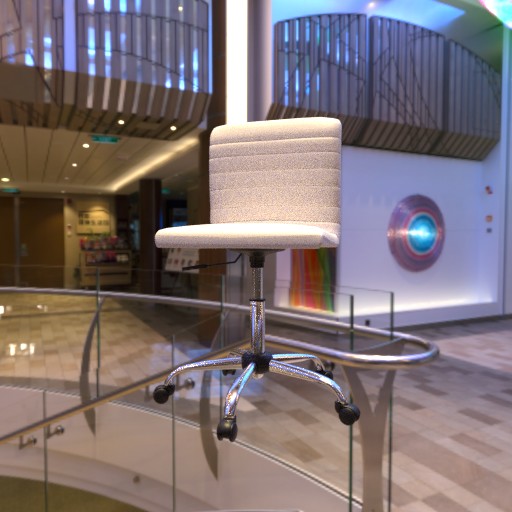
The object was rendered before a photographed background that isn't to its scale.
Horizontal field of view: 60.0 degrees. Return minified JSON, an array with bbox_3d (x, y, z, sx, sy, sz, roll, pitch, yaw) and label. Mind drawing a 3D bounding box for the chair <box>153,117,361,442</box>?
[{"bbox_3d":[0.000,0.000,1.101,0.520,0.750,0.455,1,3,17],"label":"chair"}]
